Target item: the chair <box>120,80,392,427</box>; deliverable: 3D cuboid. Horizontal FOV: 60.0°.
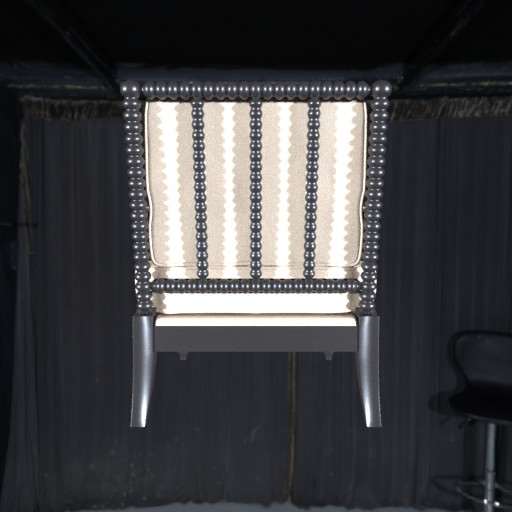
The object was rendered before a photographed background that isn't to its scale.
[{"bbox_3d":[0.000,0.000,1.175,0.555,0.703,0.657,0,2,0],"label":"chair"}]
